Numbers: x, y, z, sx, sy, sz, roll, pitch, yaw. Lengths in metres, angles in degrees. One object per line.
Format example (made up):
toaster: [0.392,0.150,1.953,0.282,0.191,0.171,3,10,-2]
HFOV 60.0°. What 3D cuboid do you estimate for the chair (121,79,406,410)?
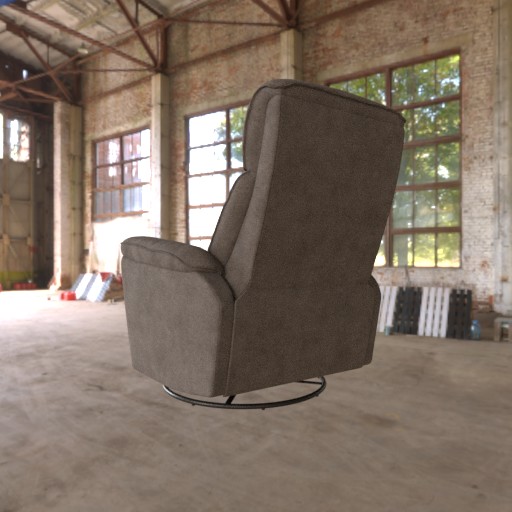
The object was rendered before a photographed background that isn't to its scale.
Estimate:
chair: [0.000,0.000,1.743,0.830,1.036,1.009,0,0,-35]
